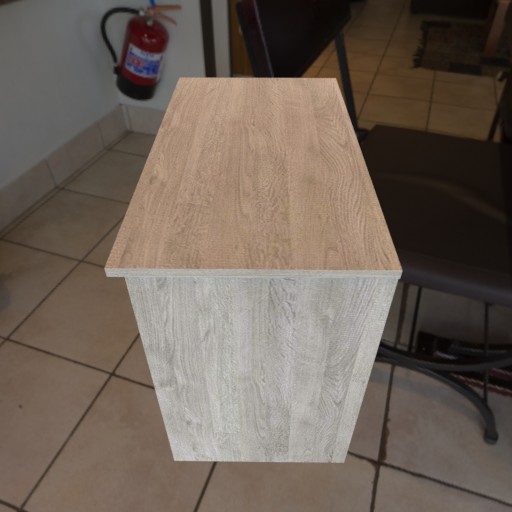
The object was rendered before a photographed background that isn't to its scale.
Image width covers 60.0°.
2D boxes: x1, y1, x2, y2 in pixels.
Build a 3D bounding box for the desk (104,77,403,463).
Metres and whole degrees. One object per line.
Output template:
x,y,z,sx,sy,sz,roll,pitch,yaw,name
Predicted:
0.000,0.000,1.313,0.498,0.724,0.893,0,41,0,desk
